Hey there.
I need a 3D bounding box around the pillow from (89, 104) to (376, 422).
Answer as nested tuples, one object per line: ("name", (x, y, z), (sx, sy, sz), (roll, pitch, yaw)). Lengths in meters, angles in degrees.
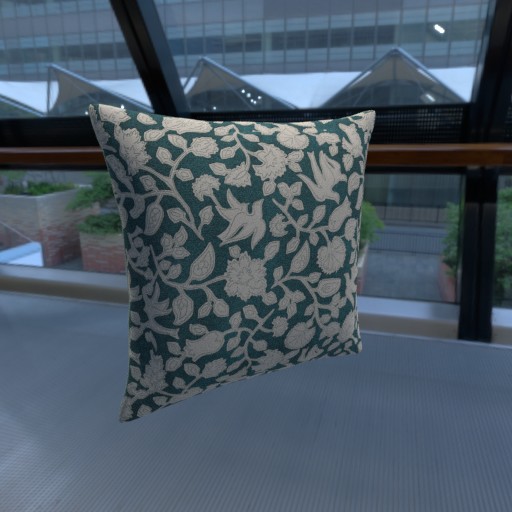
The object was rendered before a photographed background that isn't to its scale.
("pillow", (0.000, 0.000, 0.797), (0.525, 0.508, 0.166), (-8, 18, -27))
